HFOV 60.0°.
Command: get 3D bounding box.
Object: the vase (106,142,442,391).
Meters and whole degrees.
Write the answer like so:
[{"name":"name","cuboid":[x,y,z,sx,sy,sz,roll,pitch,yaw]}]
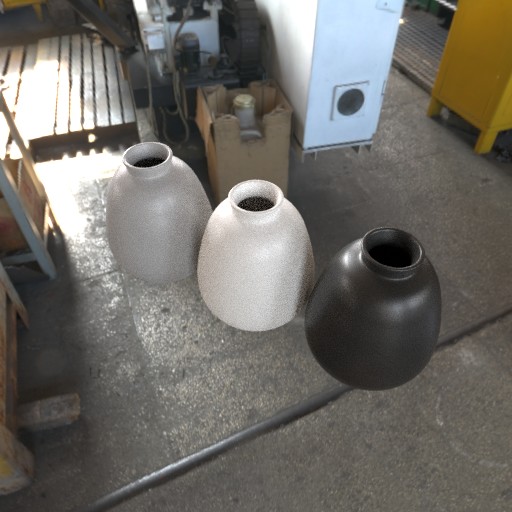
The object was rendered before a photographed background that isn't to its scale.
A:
[{"name":"vase","cuboid":[0.000,0.000,0.357,0.297,0.122,0.097,23,50,21]}]
